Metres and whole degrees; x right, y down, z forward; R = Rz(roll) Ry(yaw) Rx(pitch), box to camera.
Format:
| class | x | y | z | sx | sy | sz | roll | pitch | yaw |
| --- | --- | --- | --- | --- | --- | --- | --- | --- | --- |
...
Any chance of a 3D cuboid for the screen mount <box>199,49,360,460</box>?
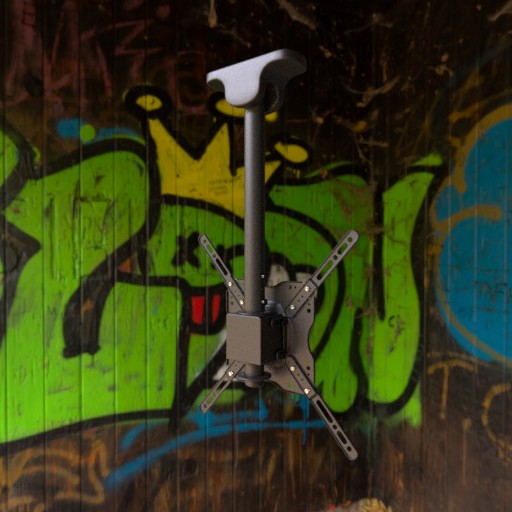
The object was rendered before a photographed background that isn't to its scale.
| class | x | y | z | sx | sy | sz | roll | pitch | yaw |
| --- | --- | --- | --- | --- | --- | --- | --- | --- | --- |
| screen mount | 0.000 | 0.000 | 0.868 | 0.393 | 0.729 | 0.090 | 1 | 1 | 37 |
